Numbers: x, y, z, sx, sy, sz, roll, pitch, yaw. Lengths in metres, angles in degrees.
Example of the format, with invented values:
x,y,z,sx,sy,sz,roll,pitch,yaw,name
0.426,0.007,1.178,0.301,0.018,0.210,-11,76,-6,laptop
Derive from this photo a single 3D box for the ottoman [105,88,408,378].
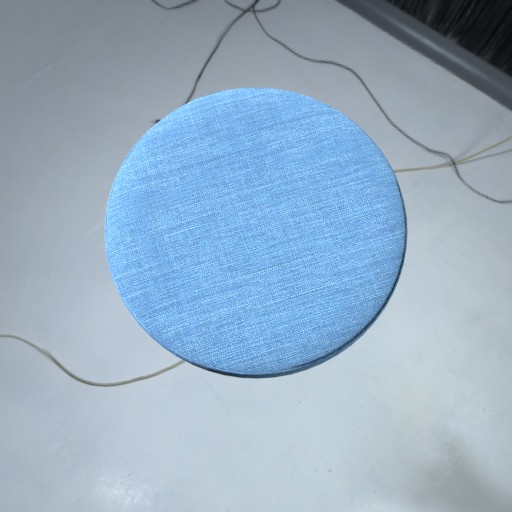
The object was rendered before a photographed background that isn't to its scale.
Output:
x,y,z,sx,sy,sz,roll,pitch,yaw,name
0.000,0.000,0.751,0.398,0.406,0.398,0,75,0,ottoman
